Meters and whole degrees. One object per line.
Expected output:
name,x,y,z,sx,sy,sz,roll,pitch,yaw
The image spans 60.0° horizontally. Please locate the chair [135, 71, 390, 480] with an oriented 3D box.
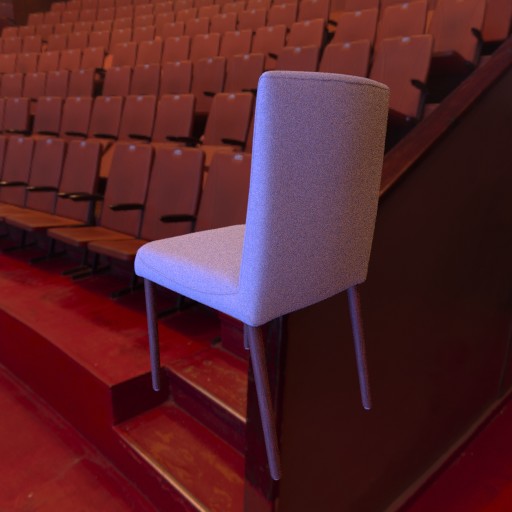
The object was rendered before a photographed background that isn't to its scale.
chair,0.000,0.000,1.188,0.456,0.859,0.570,-15,22,-42
